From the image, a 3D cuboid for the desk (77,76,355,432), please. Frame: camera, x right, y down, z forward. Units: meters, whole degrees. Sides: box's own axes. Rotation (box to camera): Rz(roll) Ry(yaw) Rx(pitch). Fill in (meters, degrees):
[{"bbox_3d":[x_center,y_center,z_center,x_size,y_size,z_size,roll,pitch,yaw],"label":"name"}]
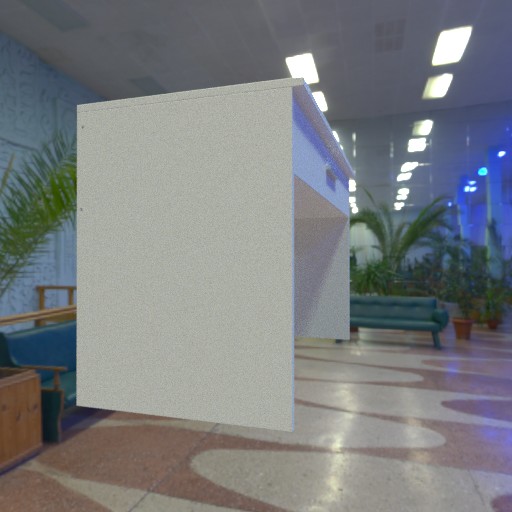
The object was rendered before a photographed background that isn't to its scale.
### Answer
[{"bbox_3d":[0.000,0.000,1.513,0.560,0.730,1.100,0,0,18],"label":"desk"}]
